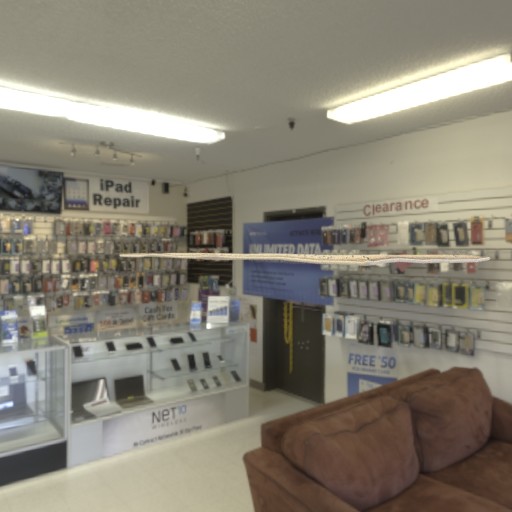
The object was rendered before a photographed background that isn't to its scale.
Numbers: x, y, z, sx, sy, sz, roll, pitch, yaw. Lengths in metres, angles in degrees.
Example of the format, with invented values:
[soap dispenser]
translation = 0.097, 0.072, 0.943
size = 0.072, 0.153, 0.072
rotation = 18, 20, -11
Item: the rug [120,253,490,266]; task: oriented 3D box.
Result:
[rug]
translation = 0.000, 0.000, 2.673
size = 0.831, 0.036, 2.381
rotation = -1, 1, -37
